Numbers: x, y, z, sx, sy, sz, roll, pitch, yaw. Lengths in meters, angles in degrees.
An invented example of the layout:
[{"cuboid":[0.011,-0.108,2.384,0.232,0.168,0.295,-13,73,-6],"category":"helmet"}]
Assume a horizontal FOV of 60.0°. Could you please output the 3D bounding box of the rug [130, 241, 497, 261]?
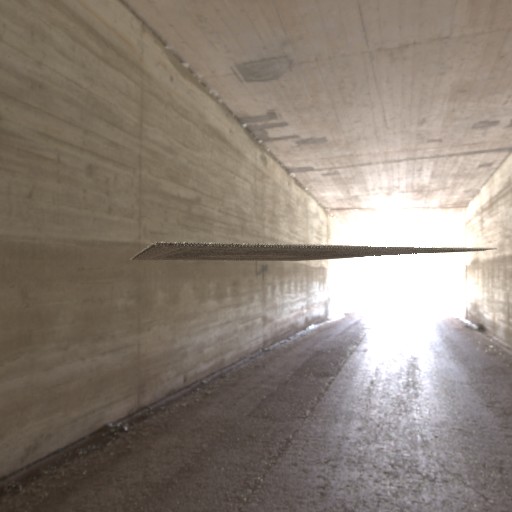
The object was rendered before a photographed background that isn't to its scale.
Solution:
[{"cuboid":[0.000,0.000,2.921,1.528,0.010,2.440,1,-2,-18],"category":"rug"}]
